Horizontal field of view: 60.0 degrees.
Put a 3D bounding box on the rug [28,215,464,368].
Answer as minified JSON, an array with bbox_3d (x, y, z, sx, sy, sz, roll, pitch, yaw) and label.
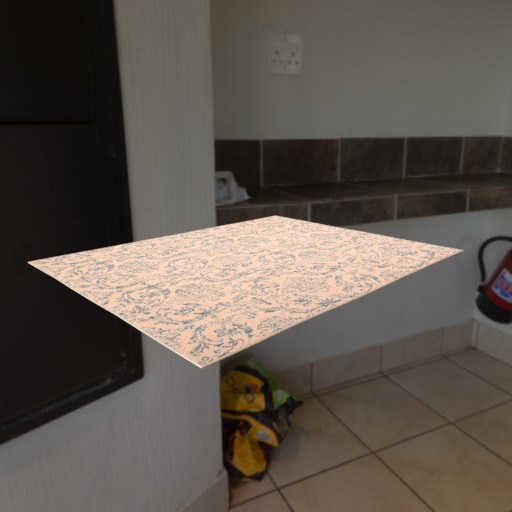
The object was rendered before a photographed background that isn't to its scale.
[{"bbox_3d":[0.000,0.000,3.852,2.980,0.012,2.363,-15,22,-42],"label":"rug"}]
